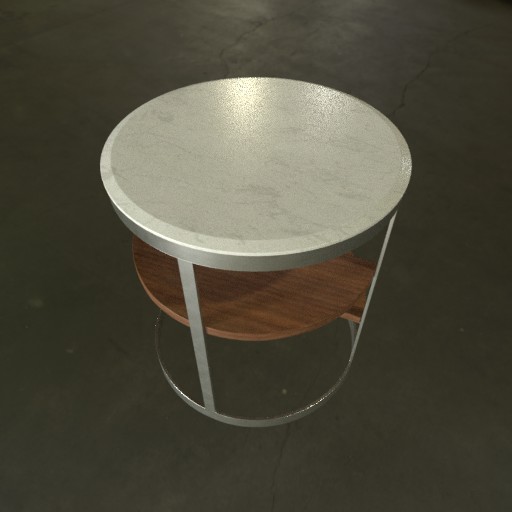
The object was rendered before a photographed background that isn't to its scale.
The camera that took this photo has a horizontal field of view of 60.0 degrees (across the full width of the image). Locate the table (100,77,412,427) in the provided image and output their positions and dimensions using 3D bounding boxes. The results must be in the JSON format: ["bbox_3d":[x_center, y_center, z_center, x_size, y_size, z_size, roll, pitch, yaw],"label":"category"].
[{"bbox_3d":[0.000,0.000,0.753,0.407,0.447,0.407,0,46,0],"label":"table"}]
